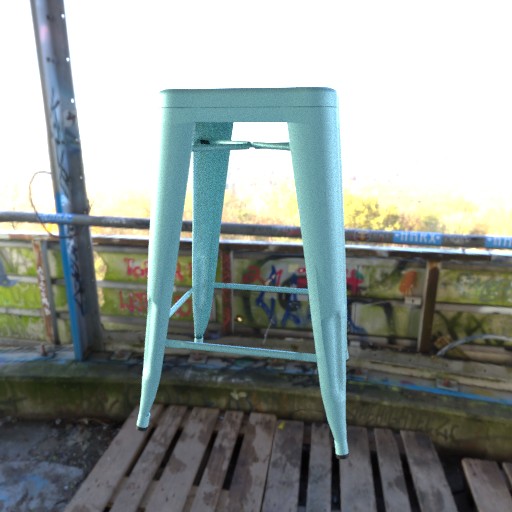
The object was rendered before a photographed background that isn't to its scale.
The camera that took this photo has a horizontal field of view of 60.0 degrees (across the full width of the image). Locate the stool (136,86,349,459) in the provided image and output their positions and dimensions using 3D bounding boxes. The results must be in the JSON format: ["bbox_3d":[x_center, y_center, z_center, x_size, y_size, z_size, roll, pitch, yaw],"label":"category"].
[{"bbox_3d":[0.000,0.000,0.877,0.399,0.609,0.359,3,17,11],"label":"stool"}]
